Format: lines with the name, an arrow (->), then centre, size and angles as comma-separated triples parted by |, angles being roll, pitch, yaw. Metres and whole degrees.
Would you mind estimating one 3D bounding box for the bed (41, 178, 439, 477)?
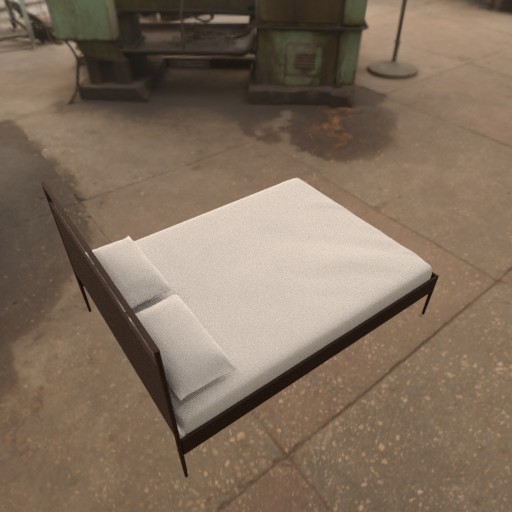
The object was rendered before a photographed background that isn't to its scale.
bed -> 0.000, 0.000, 3.086 | 2.122, 1.173, 1.572 | -25, 47, -26
